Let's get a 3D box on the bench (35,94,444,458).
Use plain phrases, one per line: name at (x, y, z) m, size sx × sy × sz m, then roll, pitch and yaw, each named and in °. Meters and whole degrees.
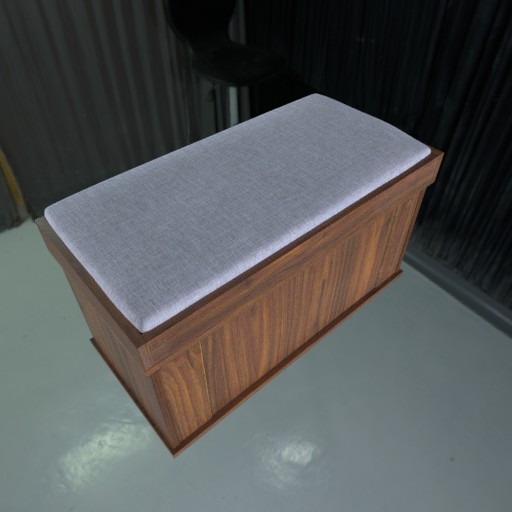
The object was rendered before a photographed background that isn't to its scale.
bench at (0.000, 0.000, 0.999) m, size 0.734 × 0.461 × 0.362 m, roll -32°, pitch 53°, yaw -28°
